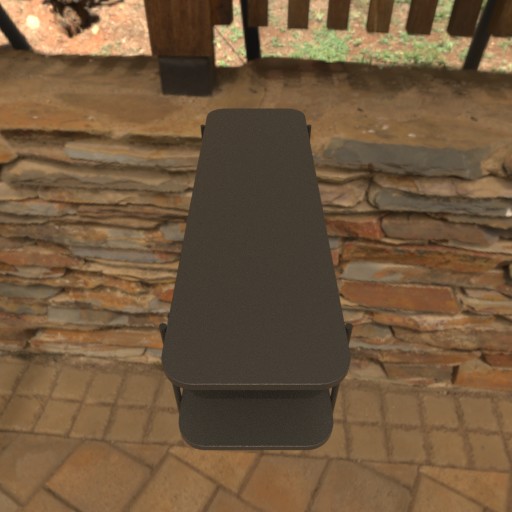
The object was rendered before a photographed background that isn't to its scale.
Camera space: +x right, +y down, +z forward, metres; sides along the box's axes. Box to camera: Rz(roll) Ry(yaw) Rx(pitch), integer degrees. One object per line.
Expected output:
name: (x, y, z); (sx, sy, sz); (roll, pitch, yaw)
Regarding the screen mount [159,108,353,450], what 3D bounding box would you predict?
screen mount: (0.000, 0.000, 1.406); (0.400, 0.447, 1.200); (0, 42, 0)
